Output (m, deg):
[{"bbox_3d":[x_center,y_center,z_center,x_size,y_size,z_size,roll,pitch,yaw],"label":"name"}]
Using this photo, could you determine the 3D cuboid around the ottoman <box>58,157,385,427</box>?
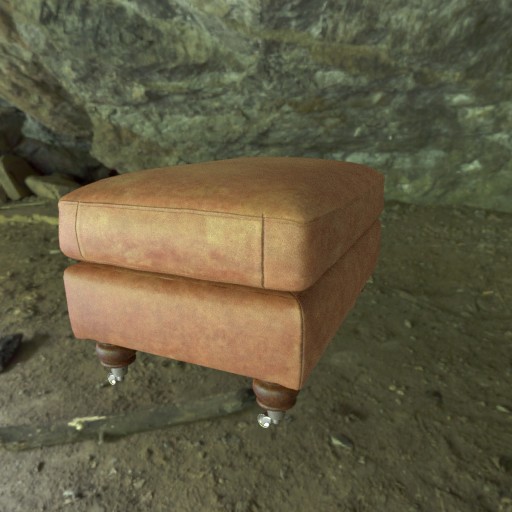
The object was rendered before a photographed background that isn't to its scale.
[{"bbox_3d":[0.000,0.000,1.197,0.565,0.507,0.852,7,17,23],"label":"ottoman"}]
